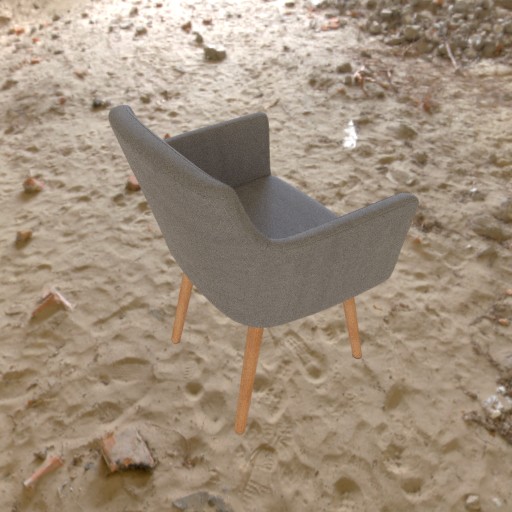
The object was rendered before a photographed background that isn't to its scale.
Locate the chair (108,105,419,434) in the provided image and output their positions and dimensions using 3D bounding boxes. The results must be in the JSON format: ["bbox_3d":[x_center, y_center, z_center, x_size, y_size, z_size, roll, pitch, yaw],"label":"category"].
[{"bbox_3d":[0.000,0.000,1.148,0.540,0.780,0.570,-24,45,-26],"label":"chair"}]
